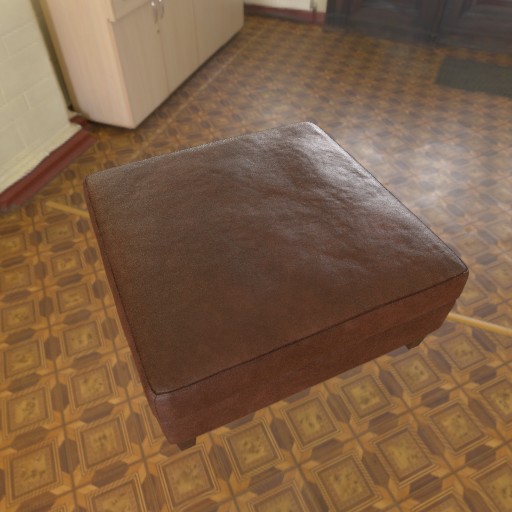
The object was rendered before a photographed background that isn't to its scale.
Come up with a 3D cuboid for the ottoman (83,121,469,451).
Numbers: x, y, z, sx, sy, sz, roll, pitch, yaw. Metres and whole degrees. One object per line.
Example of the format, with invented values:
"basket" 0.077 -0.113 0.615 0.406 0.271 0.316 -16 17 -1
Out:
"ottoman" 0.000 0.000 1.337 0.844 0.415 0.836 -18 49 -17
